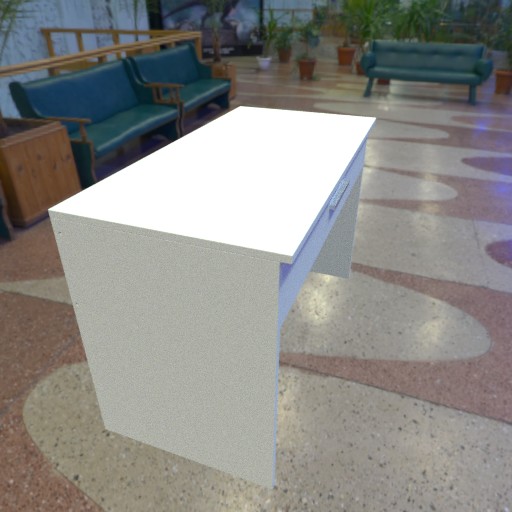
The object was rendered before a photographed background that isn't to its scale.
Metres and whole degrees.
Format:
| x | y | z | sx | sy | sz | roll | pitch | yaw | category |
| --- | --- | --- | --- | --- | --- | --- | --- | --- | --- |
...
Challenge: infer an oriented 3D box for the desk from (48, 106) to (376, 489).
| x | y | z | sx | sy | sz | roll | pitch | yaw | category |
| --- | --- | --- | --- | --- | --- | --- | --- | --- | --- |
| 0.000 | 0.000 | 1.515 | 0.560 | 0.730 | 1.100 | 11 | 32 | 18 | desk |
